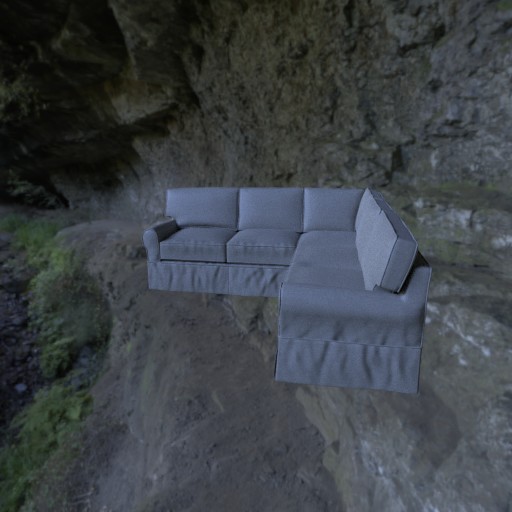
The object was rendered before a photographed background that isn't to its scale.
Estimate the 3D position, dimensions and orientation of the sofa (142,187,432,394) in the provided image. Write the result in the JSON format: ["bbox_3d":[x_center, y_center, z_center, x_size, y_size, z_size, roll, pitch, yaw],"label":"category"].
[{"bbox_3d":[0.000,0.000,4.178,2.618,1.081,2.623,3,15,9],"label":"sofa"}]
